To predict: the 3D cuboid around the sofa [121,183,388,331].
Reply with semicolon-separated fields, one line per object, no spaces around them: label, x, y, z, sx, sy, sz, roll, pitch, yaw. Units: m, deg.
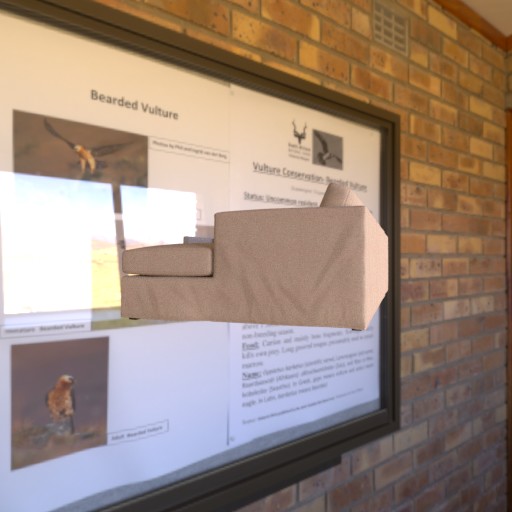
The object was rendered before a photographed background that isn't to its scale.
sofa;0.000;0.000;4.439;2.427;0.882;3.460;0;-1;19
